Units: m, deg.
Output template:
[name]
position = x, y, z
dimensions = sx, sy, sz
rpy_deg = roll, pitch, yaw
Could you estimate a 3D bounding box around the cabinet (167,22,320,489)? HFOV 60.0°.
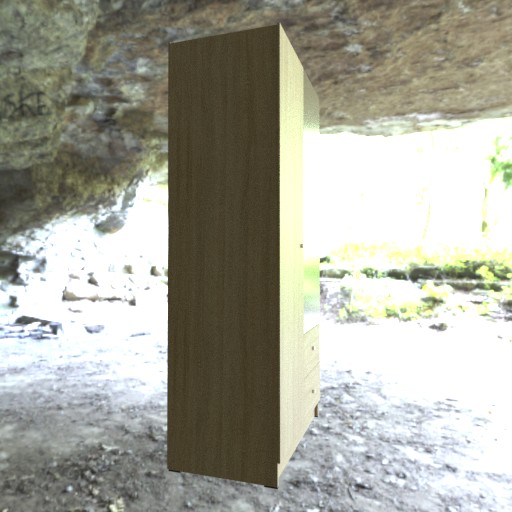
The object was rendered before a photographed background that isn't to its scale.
[cabinet]
position = 0.000, 0.000, 2.573
dimensions = 0.590, 2.121, 1.001
rpy_deg = 0, -1, 18
